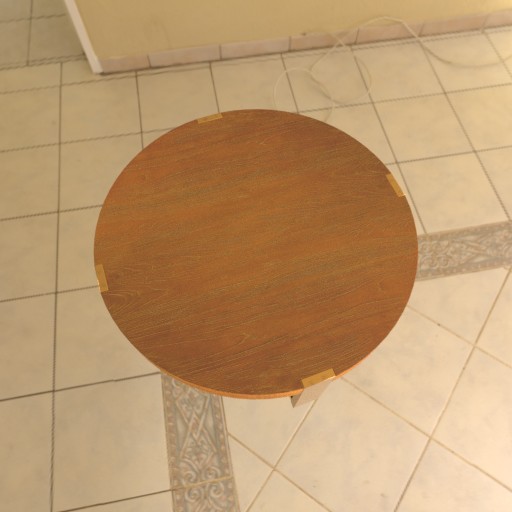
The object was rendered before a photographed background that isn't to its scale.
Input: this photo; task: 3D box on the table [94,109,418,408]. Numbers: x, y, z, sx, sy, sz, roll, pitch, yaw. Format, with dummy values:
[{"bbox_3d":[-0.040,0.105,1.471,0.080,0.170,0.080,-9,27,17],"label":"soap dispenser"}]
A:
[{"bbox_3d":[0.000,0.000,1.714,1.100,0.420,1.100,0,64,0],"label":"table"}]
